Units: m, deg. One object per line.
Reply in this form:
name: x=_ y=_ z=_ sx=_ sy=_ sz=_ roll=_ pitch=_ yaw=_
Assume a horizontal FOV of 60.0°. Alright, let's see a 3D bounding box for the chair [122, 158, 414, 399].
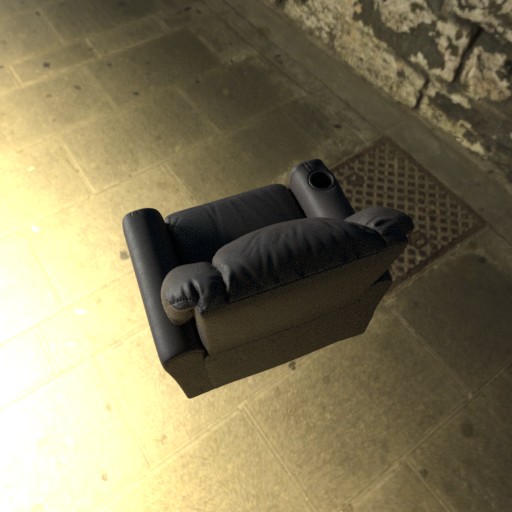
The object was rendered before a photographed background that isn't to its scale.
chair: x=0.000 y=0.000 z=1.144 sx=0.610 sy=0.709 sz=0.521 roll=-18 pitch=60 yaw=-11
